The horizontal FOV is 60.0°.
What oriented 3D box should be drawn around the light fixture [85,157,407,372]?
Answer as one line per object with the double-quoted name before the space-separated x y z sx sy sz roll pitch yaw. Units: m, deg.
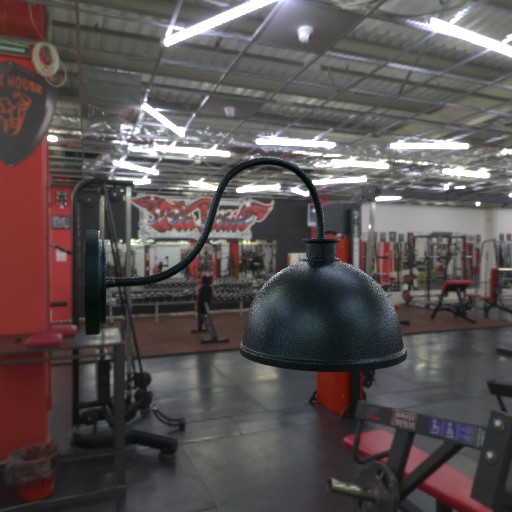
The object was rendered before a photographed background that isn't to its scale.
"light fixture" 0.000 0.000 0.653 0.467 0.295 0.253 0 0 -19
